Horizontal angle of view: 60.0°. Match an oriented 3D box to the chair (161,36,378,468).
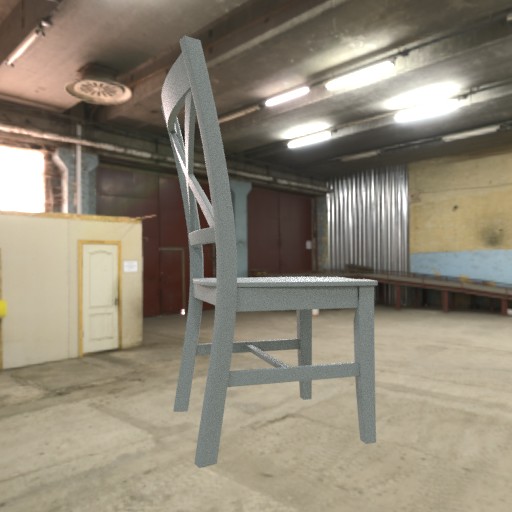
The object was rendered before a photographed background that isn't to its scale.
[{"bbox_3d":[0.000,0.000,1.296,0.542,0.983,0.485,0,-1,-18],"label":"chair"}]
